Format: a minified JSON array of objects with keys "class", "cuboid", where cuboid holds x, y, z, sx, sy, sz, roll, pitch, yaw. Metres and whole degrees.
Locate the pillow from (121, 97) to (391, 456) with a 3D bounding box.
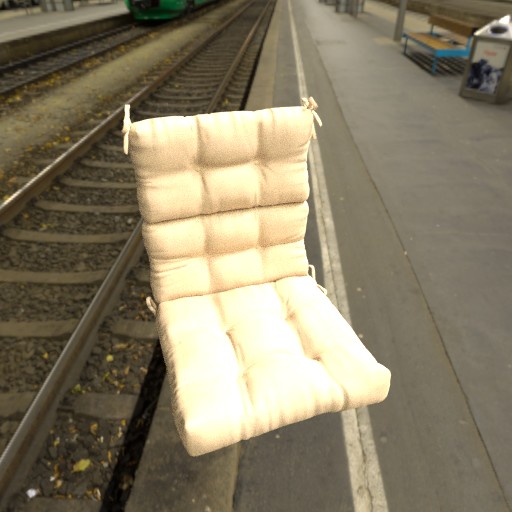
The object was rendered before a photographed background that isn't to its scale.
[{"class":"pillow","cuboid":[0.000,0.000,1.036,0.519,0.605,0.571,-10,34,-15]}]
